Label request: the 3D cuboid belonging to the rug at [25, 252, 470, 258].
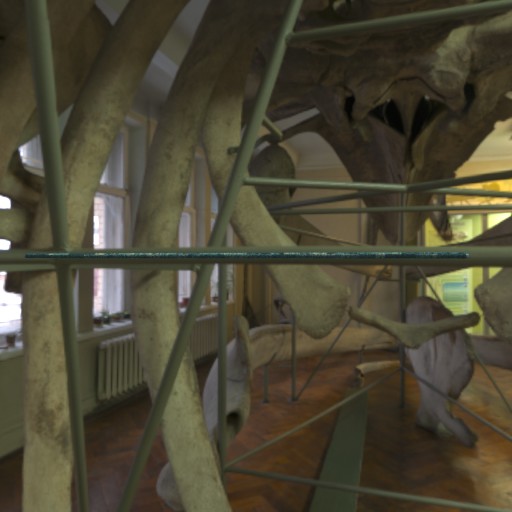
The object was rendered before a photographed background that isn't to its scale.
[{"bbox_3d":[0.000,0.000,2.990,2.450,0.027,1.540,0,0,19],"label":"rug"}]
